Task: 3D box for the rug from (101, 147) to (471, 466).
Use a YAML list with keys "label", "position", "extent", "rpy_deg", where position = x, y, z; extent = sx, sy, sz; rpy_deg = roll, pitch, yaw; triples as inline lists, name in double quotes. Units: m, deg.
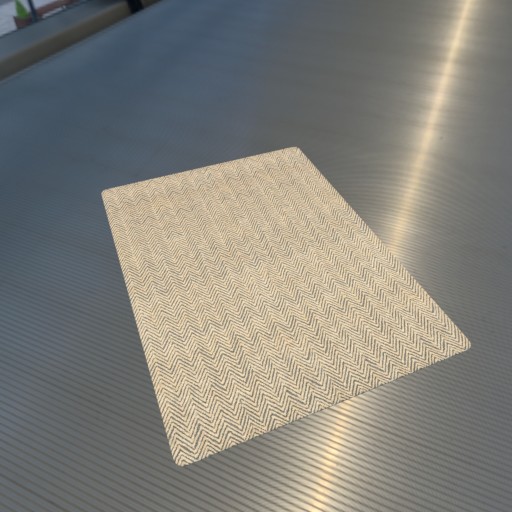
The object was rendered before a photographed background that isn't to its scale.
- label: "rug"
  position: [0.000, 0.000, 4.240]
  extent: [2.439, 0.014, 3.207]
  rpy_deg: [-16, 48, -16]
